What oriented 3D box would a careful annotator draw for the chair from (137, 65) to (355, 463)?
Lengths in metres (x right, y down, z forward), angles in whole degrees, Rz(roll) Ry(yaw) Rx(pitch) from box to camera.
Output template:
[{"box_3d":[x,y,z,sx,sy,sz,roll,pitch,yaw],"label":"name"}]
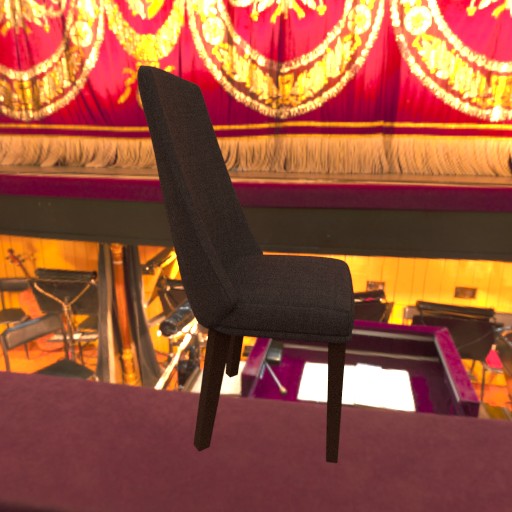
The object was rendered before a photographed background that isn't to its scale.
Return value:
[{"box_3d":[0.000,0.000,1.321,0.577,1.050,0.510,3,16,9],"label":"chair"}]
